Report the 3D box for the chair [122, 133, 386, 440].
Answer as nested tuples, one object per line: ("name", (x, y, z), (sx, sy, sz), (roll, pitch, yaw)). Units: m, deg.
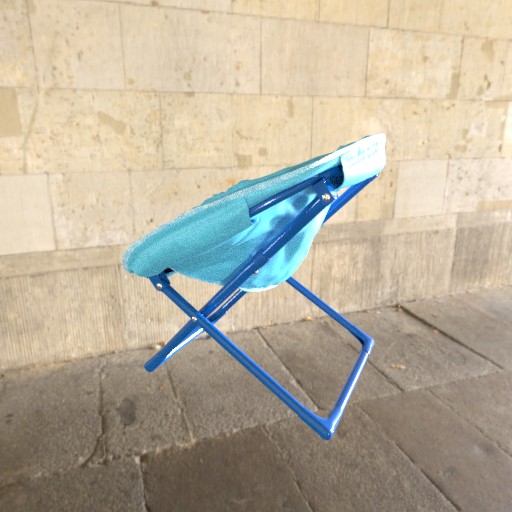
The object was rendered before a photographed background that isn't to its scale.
("chair", (0.000, 0.000, 0.888), (0.465, 0.478, 0.520), (8, 18, 24))
